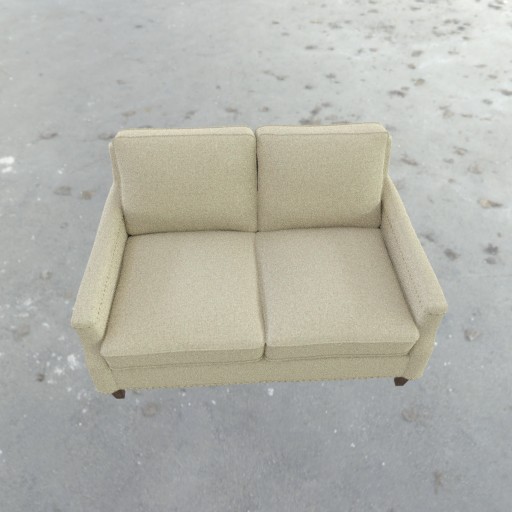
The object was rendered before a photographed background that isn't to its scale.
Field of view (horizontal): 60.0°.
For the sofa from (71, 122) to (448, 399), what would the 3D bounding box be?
[{"bbox_3d":[0.000,0.000,2.250,1.597,1.003,1.084,-2,47,-2],"label":"sofa"}]
